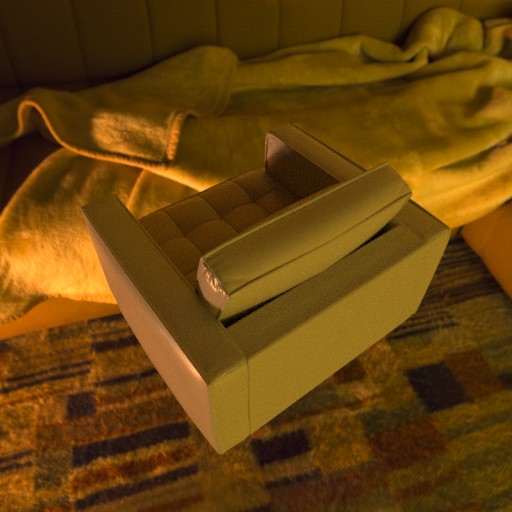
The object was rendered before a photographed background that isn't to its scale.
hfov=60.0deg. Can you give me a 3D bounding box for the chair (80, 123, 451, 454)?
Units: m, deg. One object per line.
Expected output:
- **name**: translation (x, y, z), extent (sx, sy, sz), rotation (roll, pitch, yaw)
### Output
- **chair**: translation (0.000, 0.000, 1.539), extent (0.928, 0.773, 0.843), rotation (-28, 53, -24)
